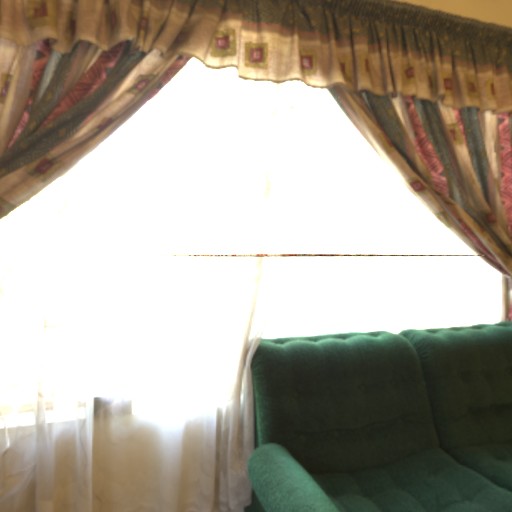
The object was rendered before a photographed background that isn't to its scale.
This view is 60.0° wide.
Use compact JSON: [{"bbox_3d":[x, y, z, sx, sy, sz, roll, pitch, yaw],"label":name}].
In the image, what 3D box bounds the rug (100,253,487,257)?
[{"bbox_3d":[0.000,0.000,3.225,1.523,0.010,2.584,0,0,-36],"label":"rug"}]
